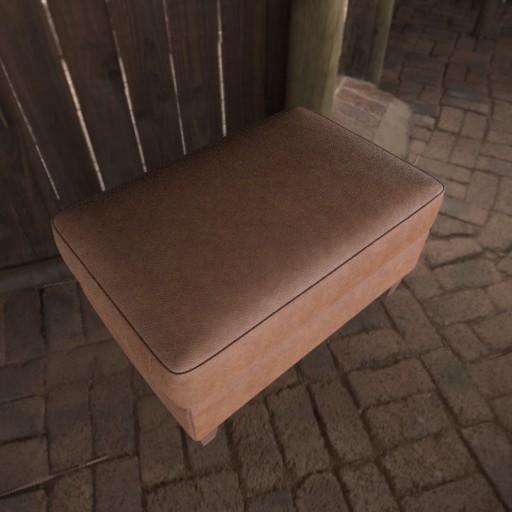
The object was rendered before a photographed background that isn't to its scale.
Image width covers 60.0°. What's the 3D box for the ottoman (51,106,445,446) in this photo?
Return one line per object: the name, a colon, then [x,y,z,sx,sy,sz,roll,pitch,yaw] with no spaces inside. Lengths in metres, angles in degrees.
ottoman: [0.000,0.000,1.228,0.864,0.483,0.584,-32,55,-26]
